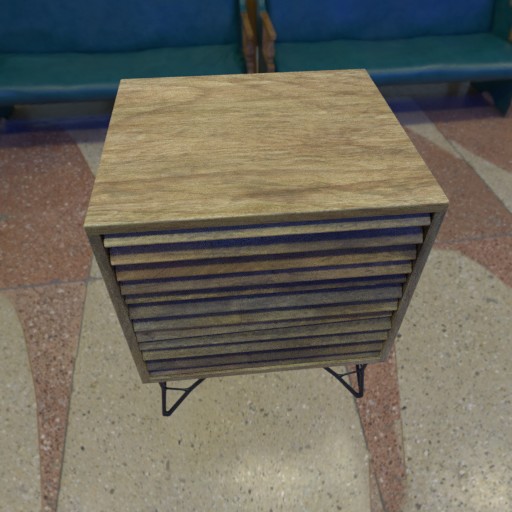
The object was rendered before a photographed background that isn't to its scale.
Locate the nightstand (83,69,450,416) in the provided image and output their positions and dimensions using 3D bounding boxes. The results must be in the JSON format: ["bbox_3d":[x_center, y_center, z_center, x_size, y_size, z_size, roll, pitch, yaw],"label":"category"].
[{"bbox_3d":[0.000,0.000,0.884,0.457,0.559,0.406,-4,46,-4],"label":"nightstand"}]
